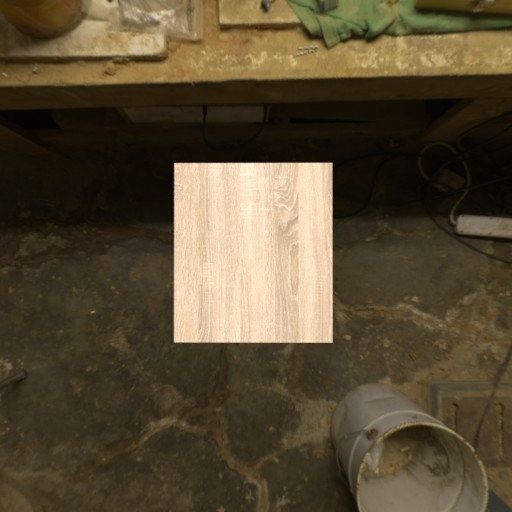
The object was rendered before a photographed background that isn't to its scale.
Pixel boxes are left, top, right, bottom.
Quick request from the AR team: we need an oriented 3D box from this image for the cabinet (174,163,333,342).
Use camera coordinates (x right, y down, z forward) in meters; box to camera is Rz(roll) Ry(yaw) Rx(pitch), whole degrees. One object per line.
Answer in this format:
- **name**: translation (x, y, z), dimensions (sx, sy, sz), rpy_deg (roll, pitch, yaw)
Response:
- **cabinet**: translation (0.000, 0.000, 2.239), dimensions (0.450, 1.960, 0.510), rpy_deg (0, 89, 0)
